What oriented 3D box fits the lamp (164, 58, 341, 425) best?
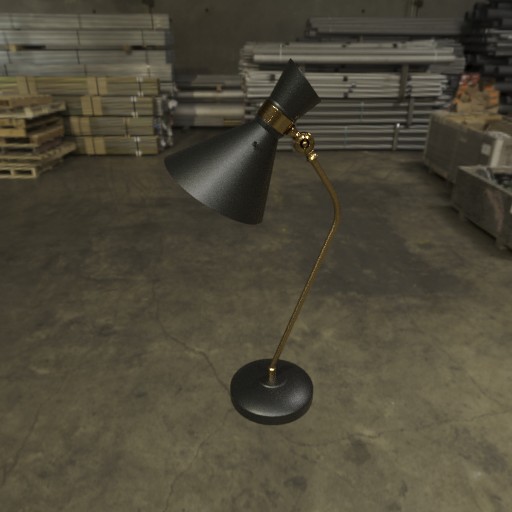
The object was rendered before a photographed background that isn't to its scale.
[{"bbox_3d":[0.000,0.000,0.793,0.292,0.647,0.189,0,26,-1],"label":"lamp"}]
